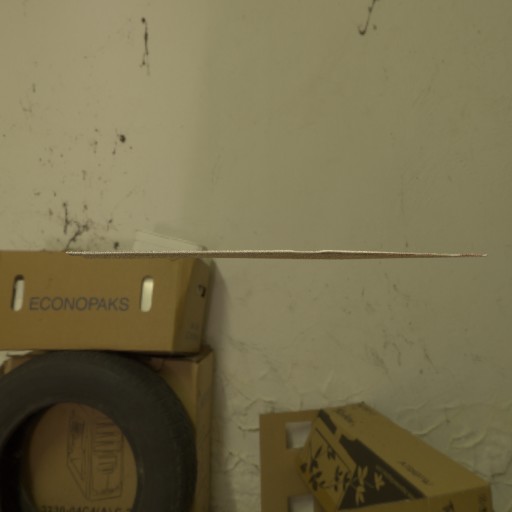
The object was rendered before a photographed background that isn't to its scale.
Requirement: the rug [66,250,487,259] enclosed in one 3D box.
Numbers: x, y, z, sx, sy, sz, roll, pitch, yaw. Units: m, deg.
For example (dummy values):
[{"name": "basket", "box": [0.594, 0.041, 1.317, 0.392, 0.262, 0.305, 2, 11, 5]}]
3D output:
[{"name": "rug", "box": [0.000, 0.000, 4.269, 3.202, 0.045, 2.434, 0, -1, -18]}]
